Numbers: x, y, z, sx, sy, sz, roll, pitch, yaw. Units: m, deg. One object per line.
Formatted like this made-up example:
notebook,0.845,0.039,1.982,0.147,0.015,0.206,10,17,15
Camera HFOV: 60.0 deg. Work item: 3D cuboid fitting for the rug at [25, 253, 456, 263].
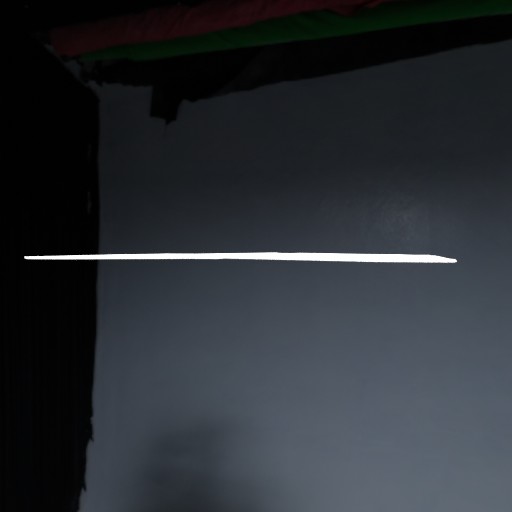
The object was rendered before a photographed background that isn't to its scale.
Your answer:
rug,0.000,0.000,3.718,2.869,0.038,2.032,0,1,18
